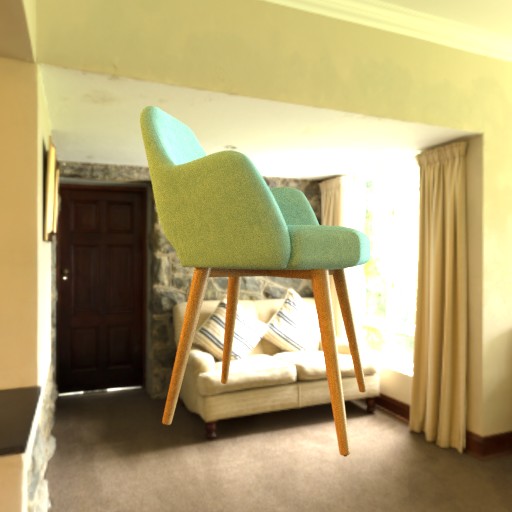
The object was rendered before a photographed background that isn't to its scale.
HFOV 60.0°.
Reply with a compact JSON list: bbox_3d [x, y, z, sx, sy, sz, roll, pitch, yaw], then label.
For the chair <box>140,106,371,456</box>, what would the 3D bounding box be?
[{"bbox_3d":[0.000,0.000,1.232,0.610,0.840,0.590,0,0,18],"label":"chair"}]
